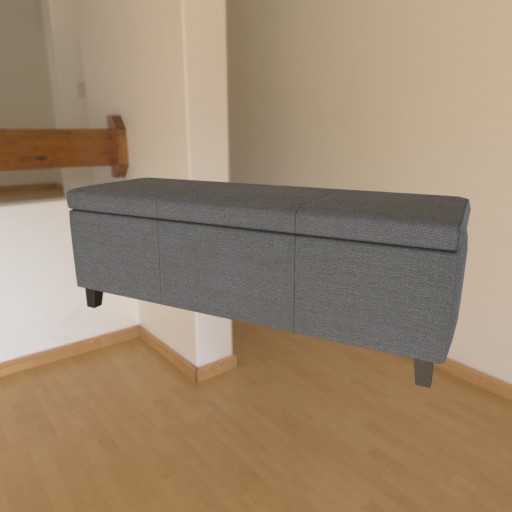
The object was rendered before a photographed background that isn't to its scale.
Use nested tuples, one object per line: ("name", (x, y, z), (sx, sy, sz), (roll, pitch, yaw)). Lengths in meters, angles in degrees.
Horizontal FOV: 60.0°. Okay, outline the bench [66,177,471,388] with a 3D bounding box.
("bench", (0.000, 0.000, 1.489), (1.269, 0.438, 0.446), (8, 18, 26))
